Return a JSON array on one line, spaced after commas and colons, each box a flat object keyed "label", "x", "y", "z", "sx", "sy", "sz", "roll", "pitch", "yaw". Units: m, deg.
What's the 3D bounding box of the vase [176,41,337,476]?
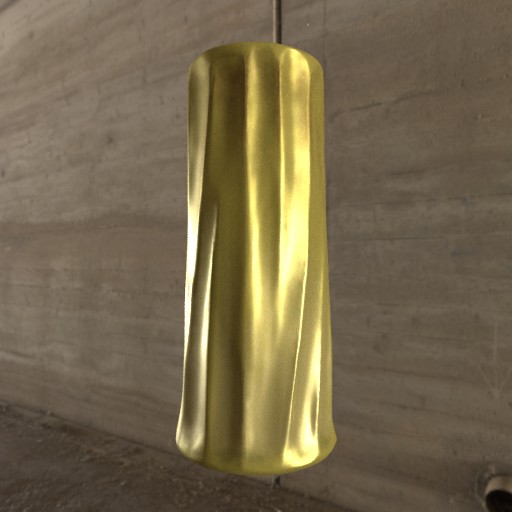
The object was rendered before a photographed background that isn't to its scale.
[{"label": "vase", "x": 0.000, "y": 0.000, "z": 0.172, "sx": 0.061, "sy": 0.143, "sz": 0.061, "roll": 0, "pitch": -1, "yaw": 0}]
